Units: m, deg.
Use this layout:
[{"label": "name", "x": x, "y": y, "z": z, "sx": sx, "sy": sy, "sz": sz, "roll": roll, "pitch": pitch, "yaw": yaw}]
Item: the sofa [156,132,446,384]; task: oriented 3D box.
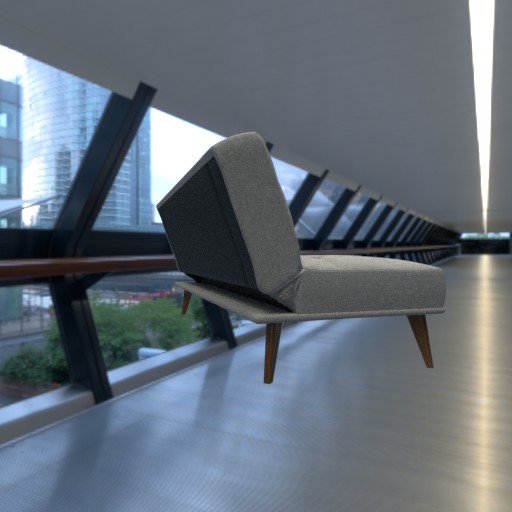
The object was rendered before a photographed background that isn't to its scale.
[{"label": "sofa", "x": 0.000, "y": 0.000, "z": 2.317, "sx": 0.860, "sy": 0.810, "sz": 1.800, "roll": 0, "pitch": 0, "yaw": -18}]
